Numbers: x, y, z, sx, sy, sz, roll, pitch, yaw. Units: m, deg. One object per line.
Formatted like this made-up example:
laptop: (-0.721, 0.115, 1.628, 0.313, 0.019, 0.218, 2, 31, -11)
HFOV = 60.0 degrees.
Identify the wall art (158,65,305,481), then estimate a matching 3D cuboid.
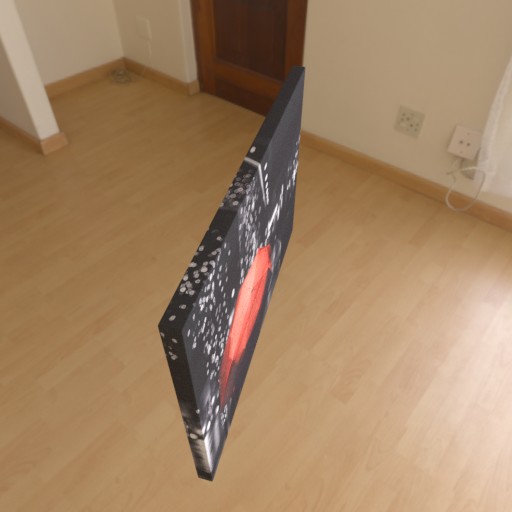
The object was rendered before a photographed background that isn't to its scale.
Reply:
wall art: (0.000, 0.000, 1.138, 0.038, 0.609, 0.914, 11, 46, 11)
